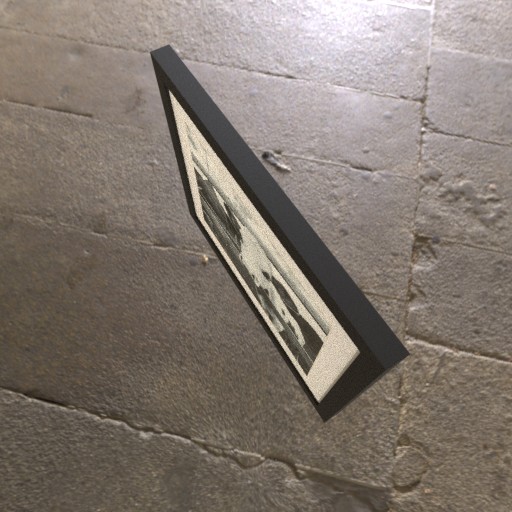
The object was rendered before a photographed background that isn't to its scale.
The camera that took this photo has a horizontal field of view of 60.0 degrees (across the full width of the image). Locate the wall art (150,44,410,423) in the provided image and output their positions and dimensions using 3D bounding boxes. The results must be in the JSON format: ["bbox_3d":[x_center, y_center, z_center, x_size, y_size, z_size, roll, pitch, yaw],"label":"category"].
[{"bbox_3d":[0.000,0.000,0.554,0.024,0.329,0.404,-29,67,-14],"label":"wall art"}]
